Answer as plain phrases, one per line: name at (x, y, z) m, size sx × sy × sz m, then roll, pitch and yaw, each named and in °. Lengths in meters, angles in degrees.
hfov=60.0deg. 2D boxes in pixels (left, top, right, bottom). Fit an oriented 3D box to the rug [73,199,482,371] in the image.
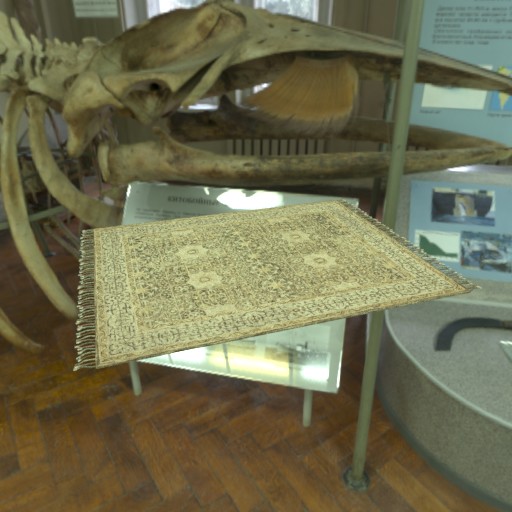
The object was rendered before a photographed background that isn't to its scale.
rug at (0.000, 0.000, 4.346) m, size 3.291 × 0.017 × 2.431 m, roll -9°, pitch 28°, yaw -16°
